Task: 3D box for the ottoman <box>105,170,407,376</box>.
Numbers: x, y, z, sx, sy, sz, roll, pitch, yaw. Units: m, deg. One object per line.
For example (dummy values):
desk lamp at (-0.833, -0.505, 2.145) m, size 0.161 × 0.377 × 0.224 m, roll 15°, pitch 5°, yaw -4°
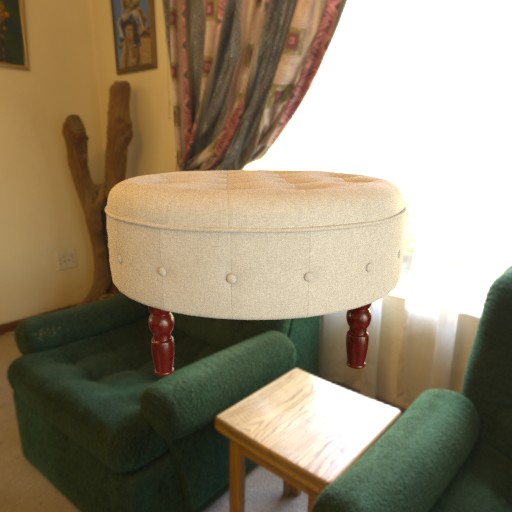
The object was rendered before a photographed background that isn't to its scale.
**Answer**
ottoman at (0.000, 0.000, 1.350) m, size 0.849 × 0.478 × 0.849 m, roll 0°, pitch 14°, yaw 0°
